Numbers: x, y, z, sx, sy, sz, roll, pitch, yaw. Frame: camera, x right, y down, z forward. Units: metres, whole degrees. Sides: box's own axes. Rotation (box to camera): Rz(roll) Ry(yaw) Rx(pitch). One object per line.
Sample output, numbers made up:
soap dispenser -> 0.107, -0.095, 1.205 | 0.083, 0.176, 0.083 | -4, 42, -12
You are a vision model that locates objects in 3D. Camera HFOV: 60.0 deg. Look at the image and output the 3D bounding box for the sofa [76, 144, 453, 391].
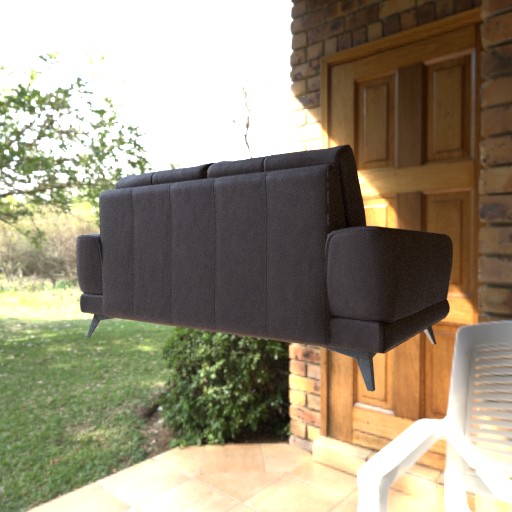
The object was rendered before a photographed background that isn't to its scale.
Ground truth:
sofa -> 0.000, 0.000, 2.370 | 1.806, 0.907, 1.018 | 1, 1, 35
